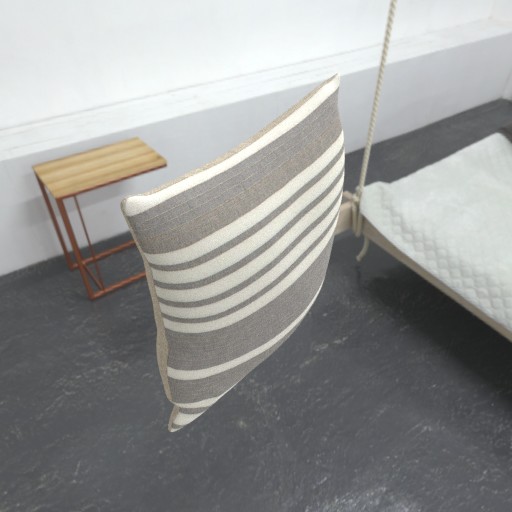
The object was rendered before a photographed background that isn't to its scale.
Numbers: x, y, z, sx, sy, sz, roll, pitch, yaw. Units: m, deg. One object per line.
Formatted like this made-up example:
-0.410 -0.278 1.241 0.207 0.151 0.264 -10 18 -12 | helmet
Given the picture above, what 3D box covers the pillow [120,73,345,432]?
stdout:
0.000 0.000 0.680 0.182 0.440 0.439 26 48 26 | pillow
